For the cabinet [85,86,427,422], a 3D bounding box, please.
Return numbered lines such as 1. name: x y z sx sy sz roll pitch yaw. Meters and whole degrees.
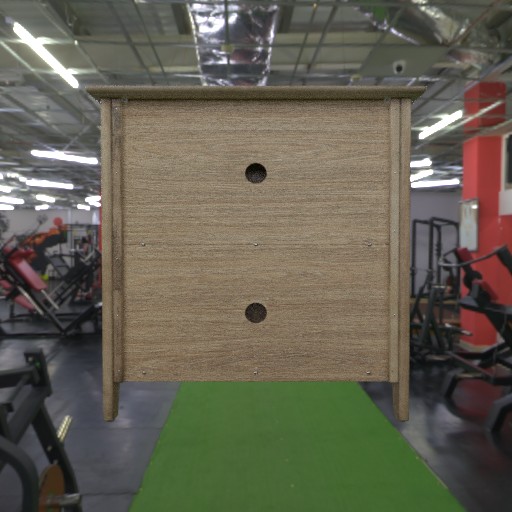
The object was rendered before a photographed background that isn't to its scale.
1. cabinet: 0.000 0.000 1.235 0.763 0.762 0.503 0 1 0
